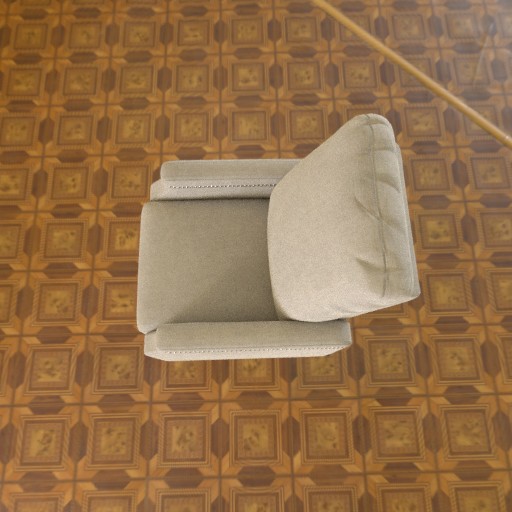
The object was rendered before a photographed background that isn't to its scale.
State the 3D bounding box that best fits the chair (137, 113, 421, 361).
[{"bbox_3d":[0.000,0.000,1.671,0.922,1.049,0.710,-2,74,-1],"label":"chair"}]
